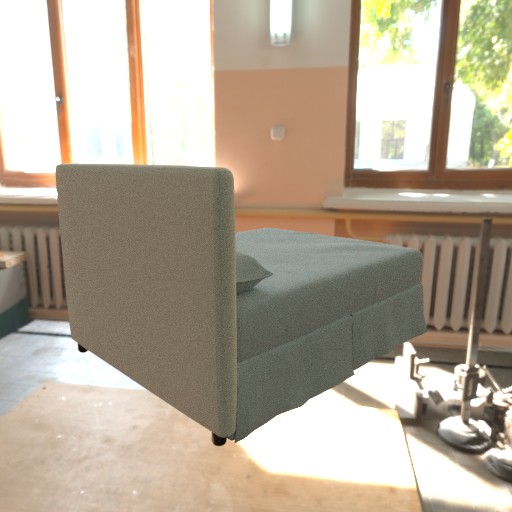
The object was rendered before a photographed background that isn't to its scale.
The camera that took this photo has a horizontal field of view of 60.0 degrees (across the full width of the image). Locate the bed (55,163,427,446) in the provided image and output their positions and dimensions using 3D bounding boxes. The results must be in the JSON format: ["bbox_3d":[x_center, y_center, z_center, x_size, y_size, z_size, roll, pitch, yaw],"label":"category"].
[{"bbox_3d":[0.000,0.000,3.225,1.748,1.330,2.142,12,17,43],"label":"bed"}]
